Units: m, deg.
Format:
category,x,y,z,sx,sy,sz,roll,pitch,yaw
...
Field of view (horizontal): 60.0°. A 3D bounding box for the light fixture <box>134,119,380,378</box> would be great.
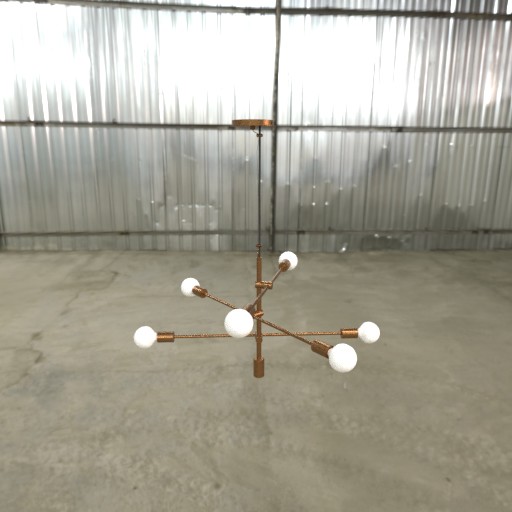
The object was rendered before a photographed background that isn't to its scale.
category,x,y,z,sx,sy,sz,roll,pitch,yaw
light fixture,0.000,0.000,1.271,0.682,0.744,0.637,7,15,25
